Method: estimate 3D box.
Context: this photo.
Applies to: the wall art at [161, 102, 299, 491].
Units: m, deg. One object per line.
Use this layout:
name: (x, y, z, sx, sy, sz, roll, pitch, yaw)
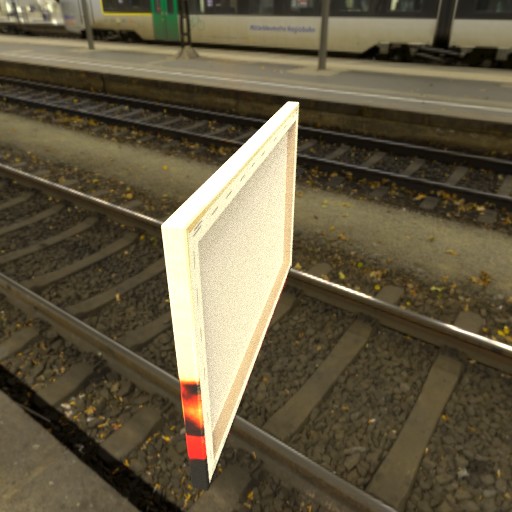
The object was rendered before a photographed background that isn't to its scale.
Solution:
wall art: (0.000, 0.000, 1.150, 0.038, 0.602, 0.918, 7, 31, 13)
